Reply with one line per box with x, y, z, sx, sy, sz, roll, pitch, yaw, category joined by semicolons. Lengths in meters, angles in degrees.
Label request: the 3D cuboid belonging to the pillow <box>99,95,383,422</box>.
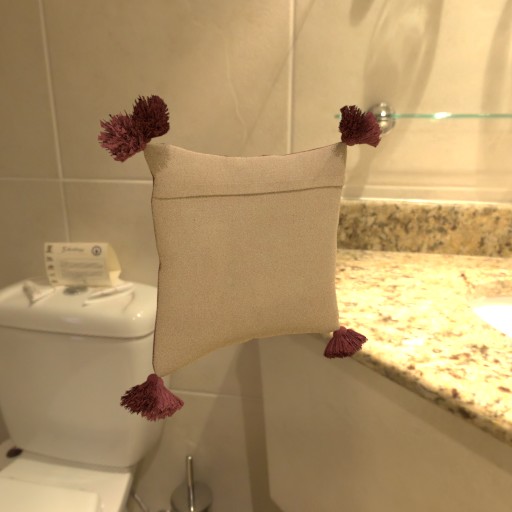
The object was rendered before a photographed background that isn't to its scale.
0.000;0.000;0.983;0.641;0.659;0.138;-8;17;-25;pillow
